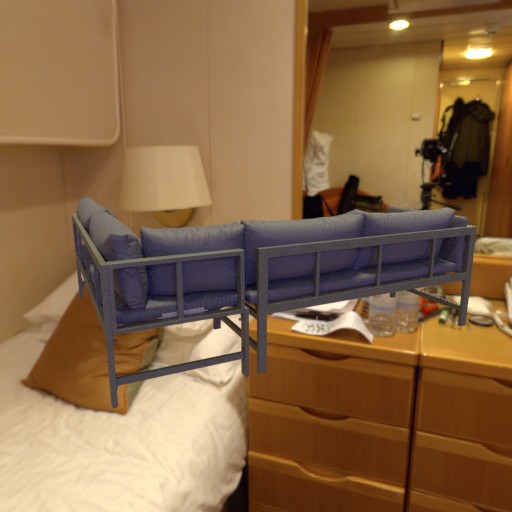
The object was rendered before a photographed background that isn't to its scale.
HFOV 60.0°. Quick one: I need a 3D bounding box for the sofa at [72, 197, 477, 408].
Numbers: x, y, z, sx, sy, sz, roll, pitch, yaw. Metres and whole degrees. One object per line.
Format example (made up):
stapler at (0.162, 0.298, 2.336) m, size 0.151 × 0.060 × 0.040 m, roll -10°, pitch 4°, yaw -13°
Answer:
sofa at (0.000, 0.000, 2.975) m, size 2.149 × 0.762 × 1.658 m, roll -6°, pitch 15°, yaw -25°
